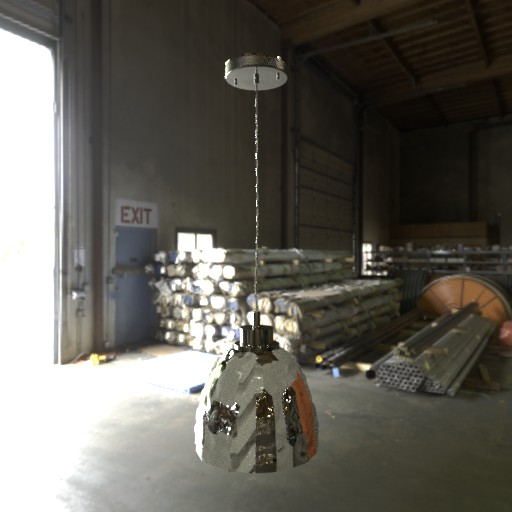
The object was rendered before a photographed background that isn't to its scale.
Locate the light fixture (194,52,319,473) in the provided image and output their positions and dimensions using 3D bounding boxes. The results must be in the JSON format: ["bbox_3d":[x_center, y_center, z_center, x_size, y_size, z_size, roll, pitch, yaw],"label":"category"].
[{"bbox_3d":[0.000,0.000,1.773,0.496,1.511,0.500,0,0,19],"label":"light fixture"}]
